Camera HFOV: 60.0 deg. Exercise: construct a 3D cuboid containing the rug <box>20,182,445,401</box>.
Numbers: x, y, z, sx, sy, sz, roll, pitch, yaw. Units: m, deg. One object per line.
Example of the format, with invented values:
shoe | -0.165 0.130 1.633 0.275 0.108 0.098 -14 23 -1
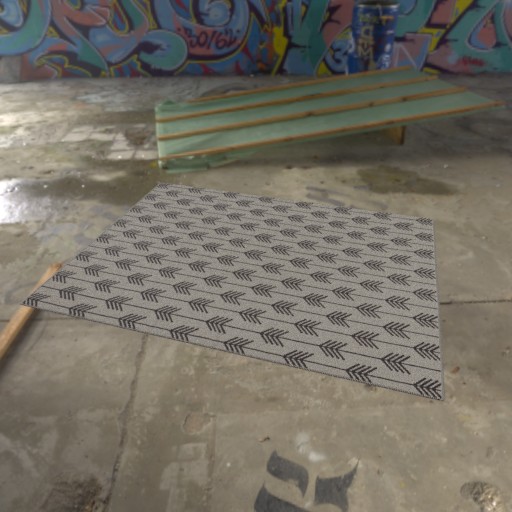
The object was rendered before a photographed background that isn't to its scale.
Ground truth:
rug | 0.000 0.000 3.928 3.061 0.010 2.330 10 35 14
